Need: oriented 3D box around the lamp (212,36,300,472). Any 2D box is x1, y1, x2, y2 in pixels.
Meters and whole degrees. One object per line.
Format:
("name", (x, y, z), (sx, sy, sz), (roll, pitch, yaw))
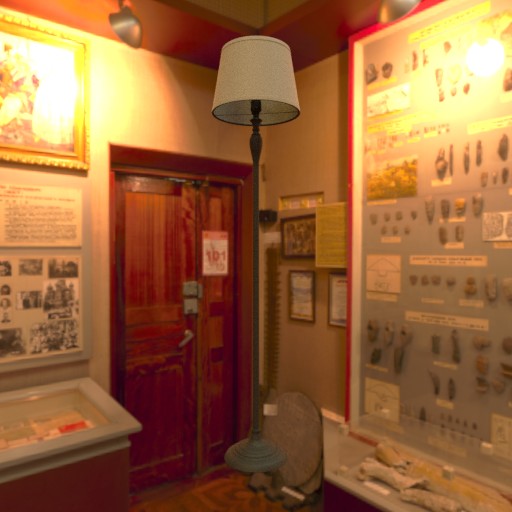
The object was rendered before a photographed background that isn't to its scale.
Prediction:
("lamp", (0.000, 0.000, 1.650), (0.327, 1.506, 0.327), (-1, 1, -37))
